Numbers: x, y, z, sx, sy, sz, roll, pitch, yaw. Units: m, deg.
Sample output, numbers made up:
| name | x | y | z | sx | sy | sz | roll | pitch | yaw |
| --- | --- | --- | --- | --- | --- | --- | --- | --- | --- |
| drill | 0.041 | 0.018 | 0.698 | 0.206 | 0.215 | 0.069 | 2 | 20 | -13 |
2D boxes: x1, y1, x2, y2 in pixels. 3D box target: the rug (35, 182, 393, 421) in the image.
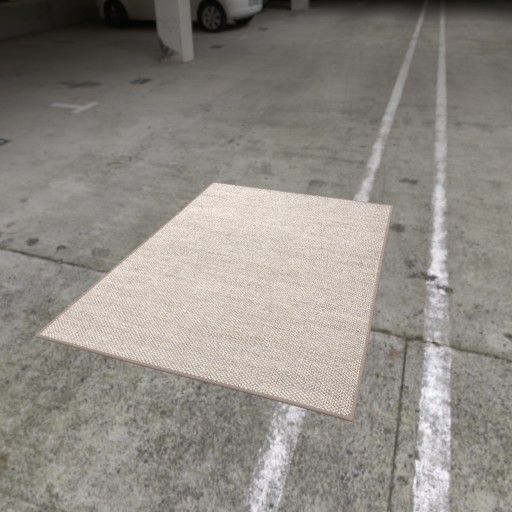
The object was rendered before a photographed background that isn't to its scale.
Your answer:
| name | x | y | z | sx | sy | sz | roll | pitch | yaw |
| --- | --- | --- | --- | --- | --- | --- | --- | --- | --- |
| rug | 0.000 | 0.000 | 2.761 | 1.517 | 0.013 | 2.115 | 10 | 32 | 16 |
